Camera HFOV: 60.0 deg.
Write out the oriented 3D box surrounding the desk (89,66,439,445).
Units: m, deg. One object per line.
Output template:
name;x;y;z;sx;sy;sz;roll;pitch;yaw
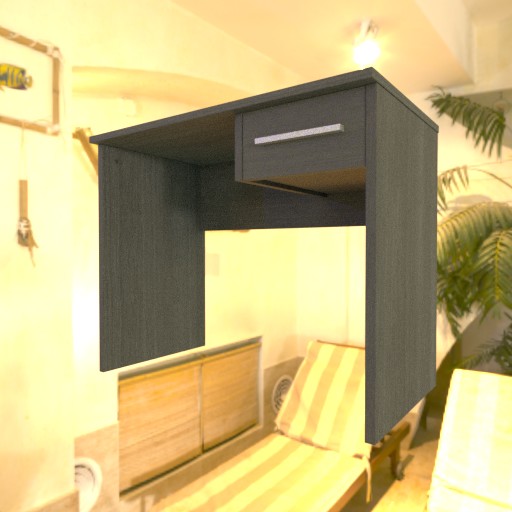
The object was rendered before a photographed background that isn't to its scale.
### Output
desk;0.000;0.000;1.296;0.893;0.724;0.498;1;1;36
